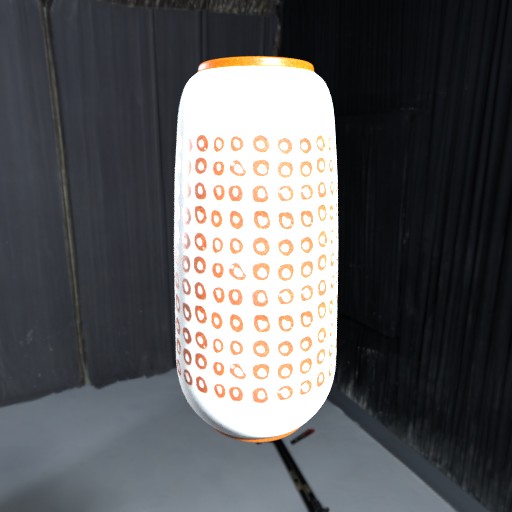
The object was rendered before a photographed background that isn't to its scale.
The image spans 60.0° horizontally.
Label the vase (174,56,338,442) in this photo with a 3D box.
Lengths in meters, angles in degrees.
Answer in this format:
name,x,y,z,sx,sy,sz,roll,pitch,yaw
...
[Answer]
name,x,y,z,sx,sy,sz,roll,pitch,yaw
vase,0.000,0.000,0.354,0.133,0.282,0.133,0,15,0
